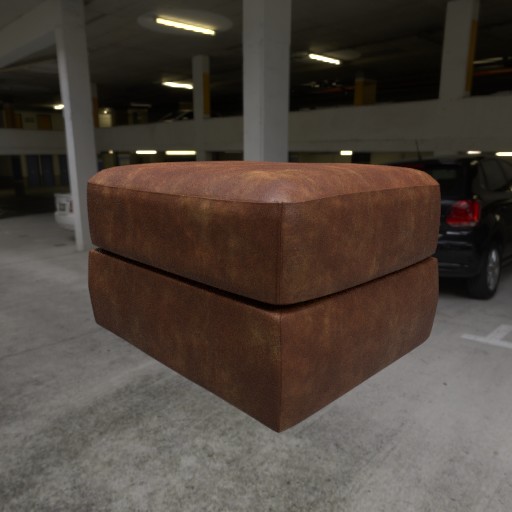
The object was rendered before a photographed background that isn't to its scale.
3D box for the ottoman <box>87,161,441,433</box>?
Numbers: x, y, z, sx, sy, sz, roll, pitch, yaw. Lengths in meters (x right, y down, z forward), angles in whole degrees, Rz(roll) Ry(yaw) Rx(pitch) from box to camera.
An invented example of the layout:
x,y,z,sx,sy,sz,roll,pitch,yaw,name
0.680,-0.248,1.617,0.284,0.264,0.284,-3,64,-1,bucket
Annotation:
x,y,z,sx,sy,sz,roll,pitch,yaw,name
0.000,0.000,1.154,0.603,0.476,0.751,-13,19,-43,ottoman
